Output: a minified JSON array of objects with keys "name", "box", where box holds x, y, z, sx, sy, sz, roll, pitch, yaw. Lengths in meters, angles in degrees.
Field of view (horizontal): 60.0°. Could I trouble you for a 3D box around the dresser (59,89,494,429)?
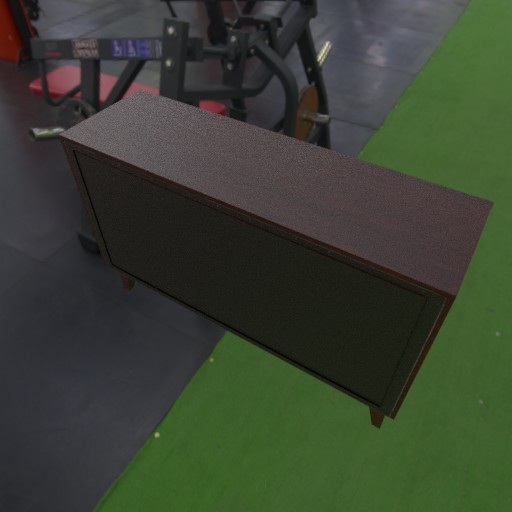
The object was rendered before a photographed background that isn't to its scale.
[{"name":"dresser","box":[0.000,0.000,2.012,1.609,0.971,0.499,24,50,22]}]
